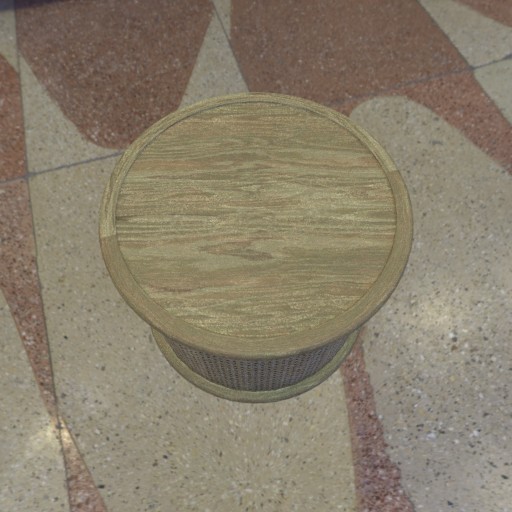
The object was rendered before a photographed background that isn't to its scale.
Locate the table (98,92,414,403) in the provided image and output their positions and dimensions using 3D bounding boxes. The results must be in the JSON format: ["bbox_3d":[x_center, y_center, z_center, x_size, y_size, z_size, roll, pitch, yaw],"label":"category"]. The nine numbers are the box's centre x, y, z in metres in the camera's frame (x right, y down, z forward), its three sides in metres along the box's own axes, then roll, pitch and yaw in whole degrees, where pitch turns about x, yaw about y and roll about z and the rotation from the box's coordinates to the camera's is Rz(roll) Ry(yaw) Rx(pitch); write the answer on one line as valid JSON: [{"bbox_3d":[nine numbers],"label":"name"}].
[{"bbox_3d":[0.000,0.000,1.055,0.607,0.450,0.607,0,63,0],"label":"table"}]
